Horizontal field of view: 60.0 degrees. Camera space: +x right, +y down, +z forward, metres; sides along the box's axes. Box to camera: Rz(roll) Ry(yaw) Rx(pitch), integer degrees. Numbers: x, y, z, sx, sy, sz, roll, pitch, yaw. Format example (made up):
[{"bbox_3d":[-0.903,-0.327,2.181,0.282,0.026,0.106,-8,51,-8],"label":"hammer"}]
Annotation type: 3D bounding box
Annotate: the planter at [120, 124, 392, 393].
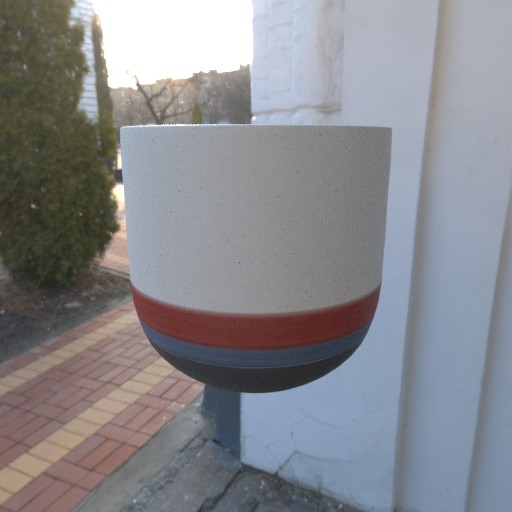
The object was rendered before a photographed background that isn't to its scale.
[{"bbox_3d":[0.000,0.000,0.486,0.268,0.270,0.268,0,15,0],"label":"planter"}]
